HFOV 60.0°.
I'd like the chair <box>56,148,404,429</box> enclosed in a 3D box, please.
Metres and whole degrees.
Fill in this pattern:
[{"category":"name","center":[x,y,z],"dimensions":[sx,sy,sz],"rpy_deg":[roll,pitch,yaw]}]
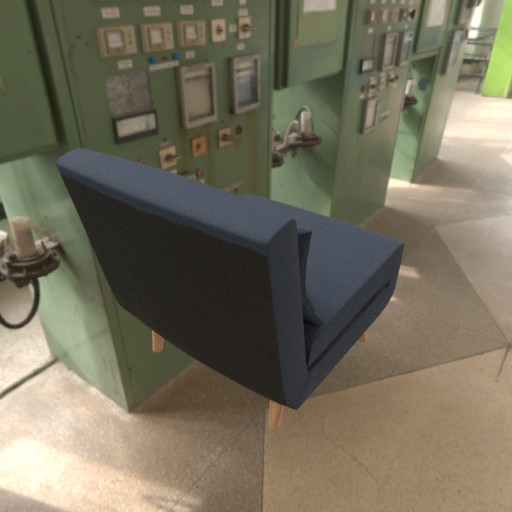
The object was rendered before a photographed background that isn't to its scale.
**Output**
[{"category":"chair","center":[0.000,0.000,1.537],"dimensions":[0.770,0.808,0.900],"rpy_deg":[22,38,32]}]
